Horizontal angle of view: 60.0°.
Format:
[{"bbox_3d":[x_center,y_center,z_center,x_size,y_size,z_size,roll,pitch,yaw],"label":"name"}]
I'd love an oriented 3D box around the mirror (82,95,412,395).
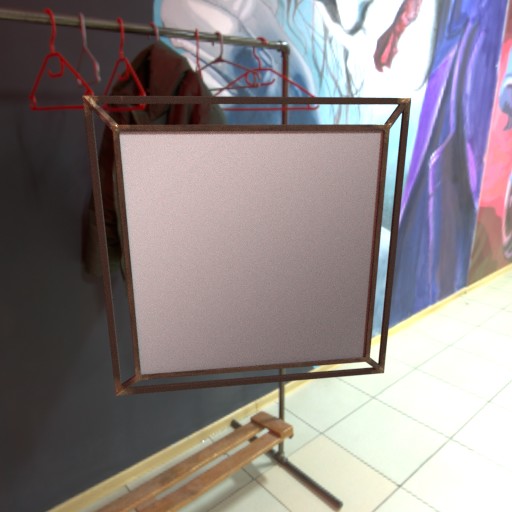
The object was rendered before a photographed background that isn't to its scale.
[{"bbox_3d":[0.000,0.000,0.900,0.610,0.610,0.032,-3,18,-8],"label":"mirror"}]
